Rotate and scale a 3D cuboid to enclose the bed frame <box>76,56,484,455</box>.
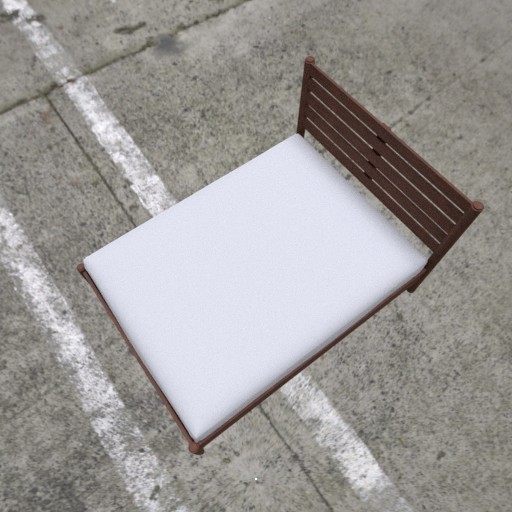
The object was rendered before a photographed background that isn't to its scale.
[{"bbox_3d":[0.000,0.000,3.248,2.234,1.321,1.655,-34,68,-16],"label":"bed frame"}]
